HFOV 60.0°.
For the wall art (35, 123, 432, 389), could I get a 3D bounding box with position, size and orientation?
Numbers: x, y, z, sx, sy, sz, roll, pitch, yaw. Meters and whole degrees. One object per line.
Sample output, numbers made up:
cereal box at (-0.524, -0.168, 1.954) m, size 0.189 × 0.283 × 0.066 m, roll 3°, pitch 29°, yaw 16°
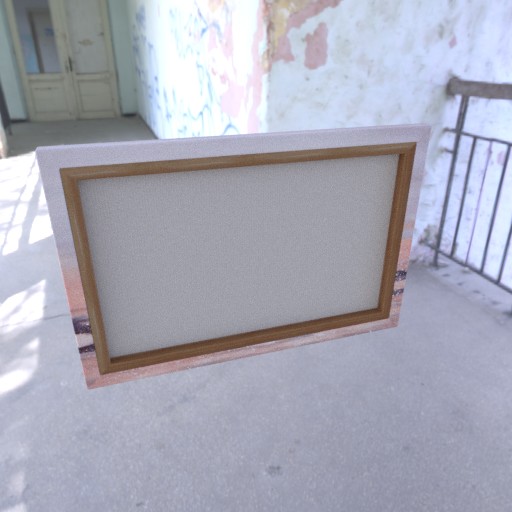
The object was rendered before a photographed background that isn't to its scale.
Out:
wall art at (0.000, 0.000, 1.134) m, size 0.913 × 0.609 × 0.038 m, roll -8°, pitch 27°, yaw -16°
